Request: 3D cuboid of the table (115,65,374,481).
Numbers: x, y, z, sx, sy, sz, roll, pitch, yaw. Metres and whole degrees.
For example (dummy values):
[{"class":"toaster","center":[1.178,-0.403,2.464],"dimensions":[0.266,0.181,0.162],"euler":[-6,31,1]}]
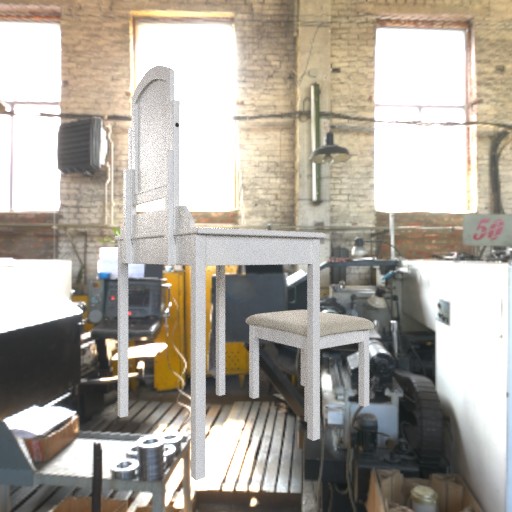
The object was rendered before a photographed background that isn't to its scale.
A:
[{"class":"table","center":[0.000,0.000,2.278],"dimensions":[1.211,1.631,0.876],"euler":[0,0,-36]}]
